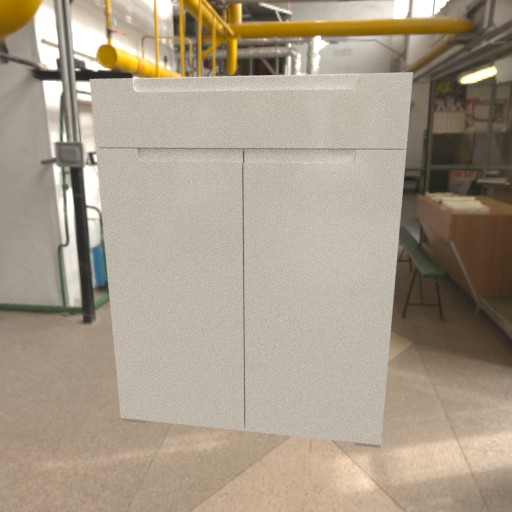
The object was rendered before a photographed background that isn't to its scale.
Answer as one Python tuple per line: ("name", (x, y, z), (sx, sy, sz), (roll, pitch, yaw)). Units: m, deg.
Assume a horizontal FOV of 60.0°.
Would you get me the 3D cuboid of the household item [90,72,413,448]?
("household item", (0.000, 0.000, 1.393), (0.790, 1.010, 0.420), (2, 15, 9))
